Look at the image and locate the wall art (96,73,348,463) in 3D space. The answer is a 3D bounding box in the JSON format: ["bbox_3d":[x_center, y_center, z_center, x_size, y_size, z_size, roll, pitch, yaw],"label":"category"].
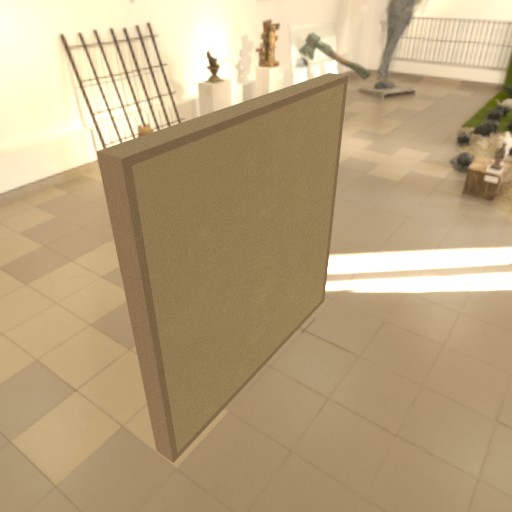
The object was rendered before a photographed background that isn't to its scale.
[{"bbox_3d":[0.000,0.000,0.754,0.038,0.506,0.508,21,38,29],"label":"wall art"}]
